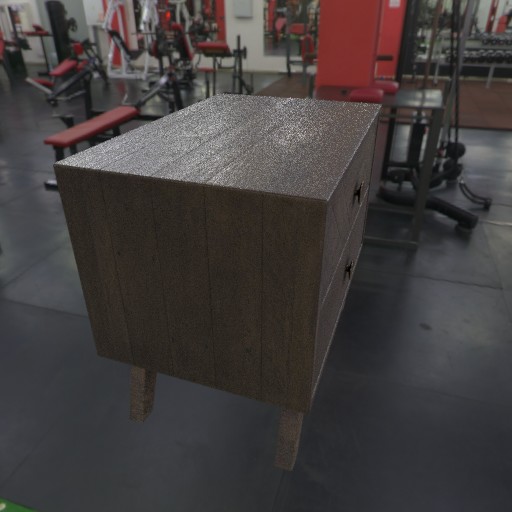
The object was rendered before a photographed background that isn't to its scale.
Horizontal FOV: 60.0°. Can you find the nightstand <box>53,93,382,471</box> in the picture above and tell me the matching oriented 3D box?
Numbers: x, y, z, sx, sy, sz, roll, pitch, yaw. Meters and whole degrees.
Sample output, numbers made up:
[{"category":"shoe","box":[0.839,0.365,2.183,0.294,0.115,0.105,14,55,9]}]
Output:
[{"category":"nightstand","box":[0.000,0.000,1.045,0.450,0.599,0.650,10,31,17]}]
